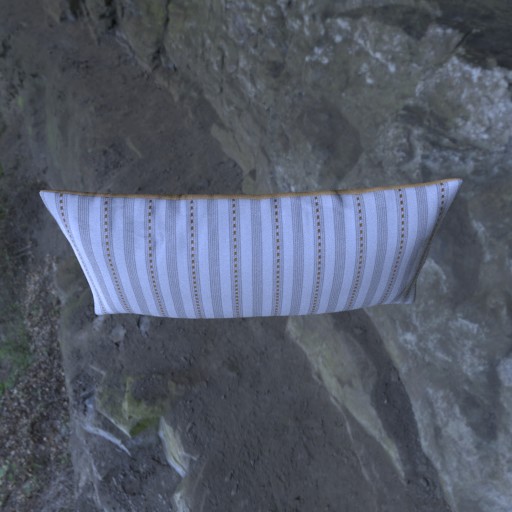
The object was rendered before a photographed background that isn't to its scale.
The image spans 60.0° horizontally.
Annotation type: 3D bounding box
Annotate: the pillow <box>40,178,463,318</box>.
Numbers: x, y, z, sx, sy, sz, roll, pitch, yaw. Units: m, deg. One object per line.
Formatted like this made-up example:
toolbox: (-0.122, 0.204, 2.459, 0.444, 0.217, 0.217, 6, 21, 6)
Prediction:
pillow: (0.000, 0.000, 0.735, 0.608, 0.291, 0.151, -2, 48, -2)
